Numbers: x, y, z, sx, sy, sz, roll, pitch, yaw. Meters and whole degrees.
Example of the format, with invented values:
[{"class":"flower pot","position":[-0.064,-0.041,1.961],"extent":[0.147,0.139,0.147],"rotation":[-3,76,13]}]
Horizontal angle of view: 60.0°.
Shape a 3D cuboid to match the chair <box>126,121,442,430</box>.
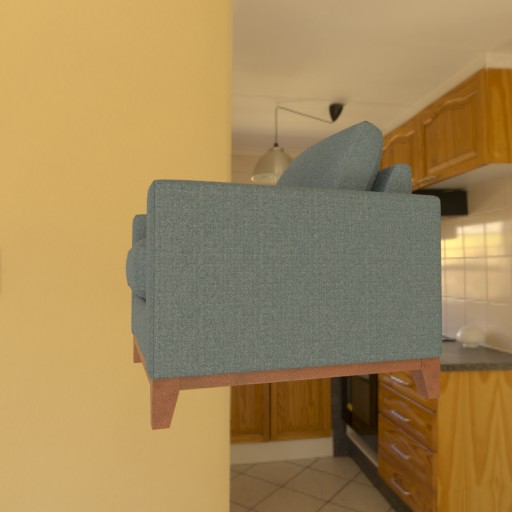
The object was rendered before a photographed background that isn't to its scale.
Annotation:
[{"class":"chair","position":[0.000,0.000,1.867],"extent":[1.038,1.010,1.024],"rotation":[1,-2,-18]}]
